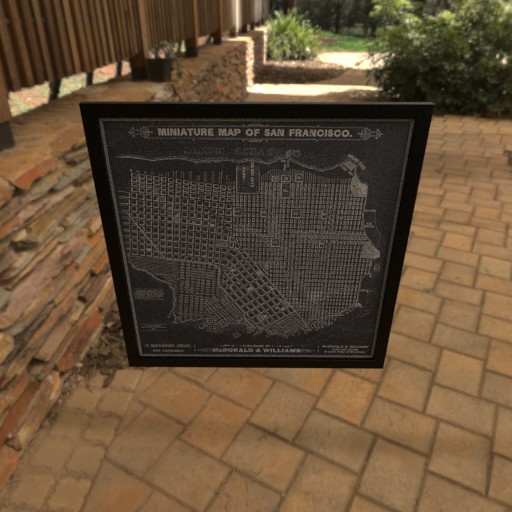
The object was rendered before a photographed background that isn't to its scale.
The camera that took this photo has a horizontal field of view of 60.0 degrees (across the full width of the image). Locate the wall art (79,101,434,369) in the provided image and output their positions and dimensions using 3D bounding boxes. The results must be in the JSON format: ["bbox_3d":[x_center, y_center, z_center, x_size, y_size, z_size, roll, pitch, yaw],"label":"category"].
[{"bbox_3d":[0.000,0.000,0.689,0.457,0.458,0.012,0,30,1],"label":"wall art"}]
